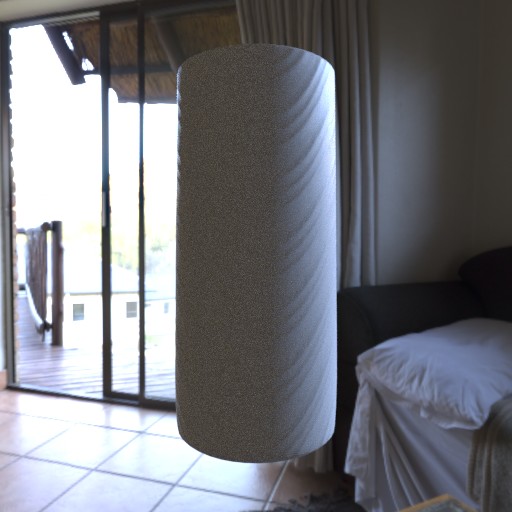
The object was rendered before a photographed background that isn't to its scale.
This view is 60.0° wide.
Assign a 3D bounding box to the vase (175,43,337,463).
[{"bbox_3d":[0.000,0.000,0.397,0.143,0.316,0.143,0,1,0],"label":"vase"}]
